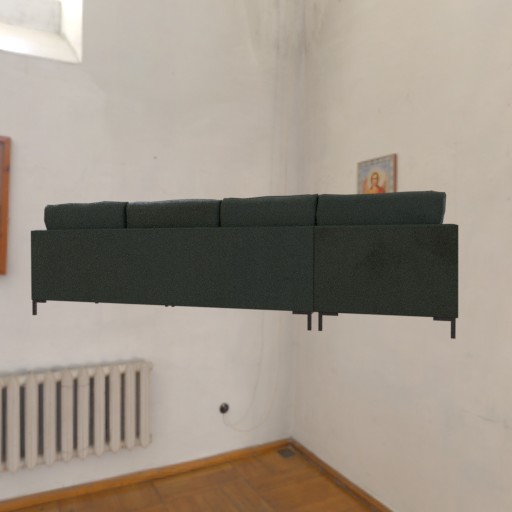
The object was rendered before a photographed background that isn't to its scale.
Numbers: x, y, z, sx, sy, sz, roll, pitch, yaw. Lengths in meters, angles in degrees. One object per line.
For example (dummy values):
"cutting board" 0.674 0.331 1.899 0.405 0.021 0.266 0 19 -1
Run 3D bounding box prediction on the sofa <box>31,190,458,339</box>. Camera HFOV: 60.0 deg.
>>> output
"sofa" 0.000 0.000 4.251 3.384 0.996 2.048 0 1 17
